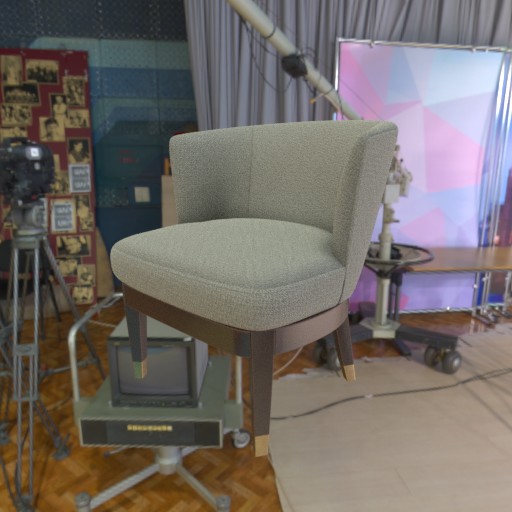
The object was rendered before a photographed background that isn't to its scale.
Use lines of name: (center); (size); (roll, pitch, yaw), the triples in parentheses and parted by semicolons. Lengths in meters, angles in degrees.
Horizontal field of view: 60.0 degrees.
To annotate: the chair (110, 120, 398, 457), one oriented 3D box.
chair: (0.000, 0.000, 1.267); (0.700, 0.760, 0.660); (13, 20, 42)
